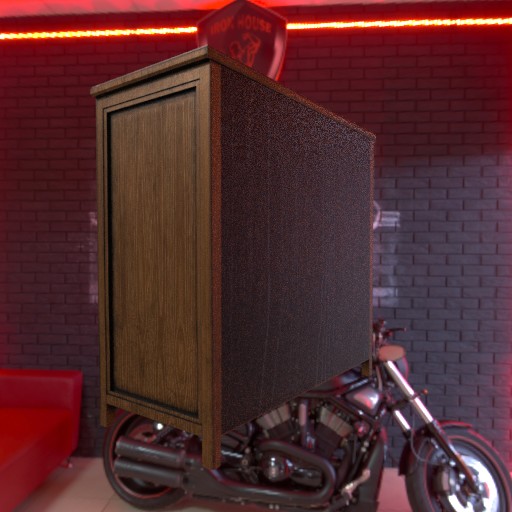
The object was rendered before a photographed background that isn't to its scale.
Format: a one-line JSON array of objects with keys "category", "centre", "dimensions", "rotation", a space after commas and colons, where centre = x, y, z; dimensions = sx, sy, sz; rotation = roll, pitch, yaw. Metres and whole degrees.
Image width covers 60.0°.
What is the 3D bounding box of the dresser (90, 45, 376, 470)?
[{"category": "dresser", "centre": [0.000, 0.000, 1.935], "dimensions": [0.591, 1.224, 1.250], "rotation": [1, 2, 37]}]
